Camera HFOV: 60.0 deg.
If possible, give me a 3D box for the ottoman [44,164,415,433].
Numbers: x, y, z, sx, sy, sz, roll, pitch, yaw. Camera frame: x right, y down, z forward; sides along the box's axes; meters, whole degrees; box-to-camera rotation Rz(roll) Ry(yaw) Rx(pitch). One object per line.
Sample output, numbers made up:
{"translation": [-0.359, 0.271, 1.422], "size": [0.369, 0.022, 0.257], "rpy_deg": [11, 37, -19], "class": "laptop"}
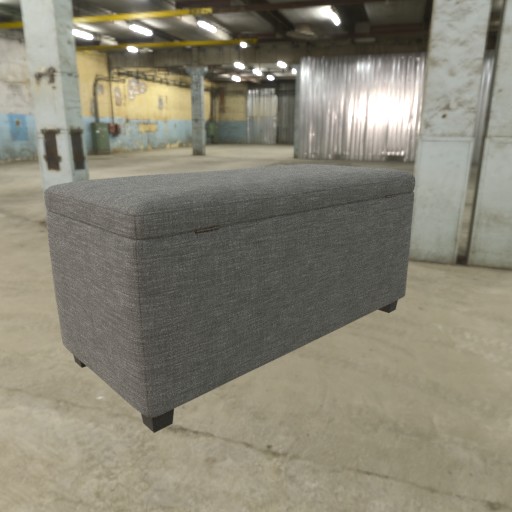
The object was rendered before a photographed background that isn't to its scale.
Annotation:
{"translation": [0.000, 0.000, 1.145], "size": [0.902, 0.432, 0.419], "rpy_deg": [-14, 21, -41], "class": "ottoman"}
